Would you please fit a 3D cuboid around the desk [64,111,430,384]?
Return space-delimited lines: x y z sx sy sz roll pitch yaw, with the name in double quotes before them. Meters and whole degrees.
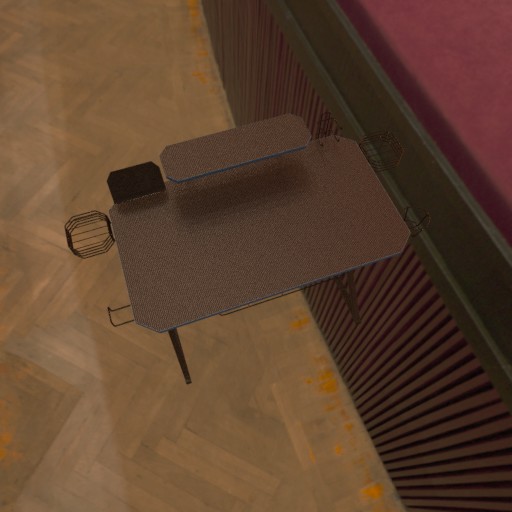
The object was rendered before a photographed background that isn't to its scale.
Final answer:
"desk" 0.000 0.000 1.832 1.295 0.909 0.594 -17 63 -9
